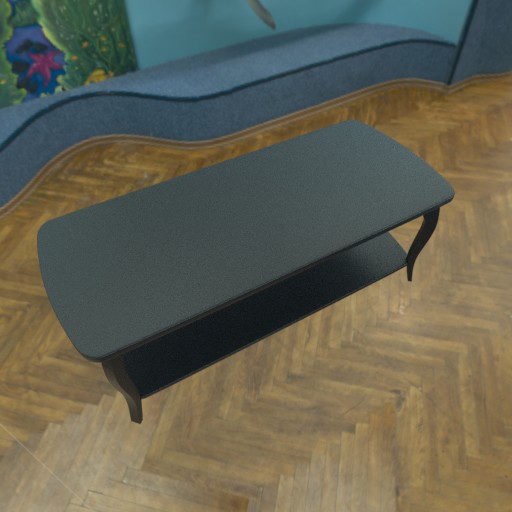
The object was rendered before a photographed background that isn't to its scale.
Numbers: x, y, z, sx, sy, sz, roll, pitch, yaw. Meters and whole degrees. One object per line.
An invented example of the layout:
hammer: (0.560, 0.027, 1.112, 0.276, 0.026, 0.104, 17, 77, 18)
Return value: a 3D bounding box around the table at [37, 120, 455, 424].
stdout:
table: (0.000, 0.000, 1.606, 1.333, 0.457, 0.571, -23, 51, -20)
